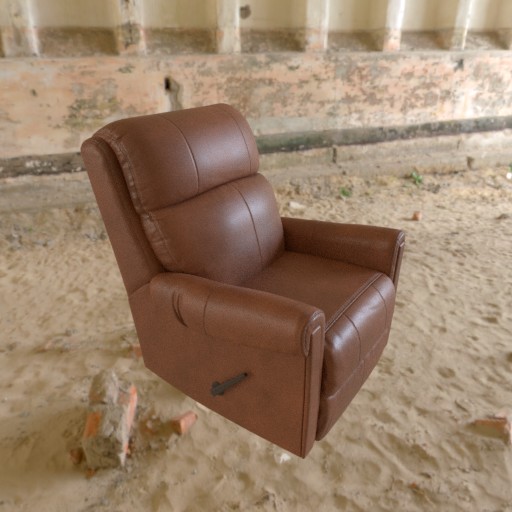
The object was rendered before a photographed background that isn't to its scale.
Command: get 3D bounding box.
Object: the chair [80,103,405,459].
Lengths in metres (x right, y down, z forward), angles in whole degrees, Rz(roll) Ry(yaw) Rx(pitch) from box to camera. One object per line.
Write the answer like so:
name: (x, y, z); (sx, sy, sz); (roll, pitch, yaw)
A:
chair: (0.000, 0.000, 1.749); (1.014, 1.054, 0.838); (17, 31, 31)
